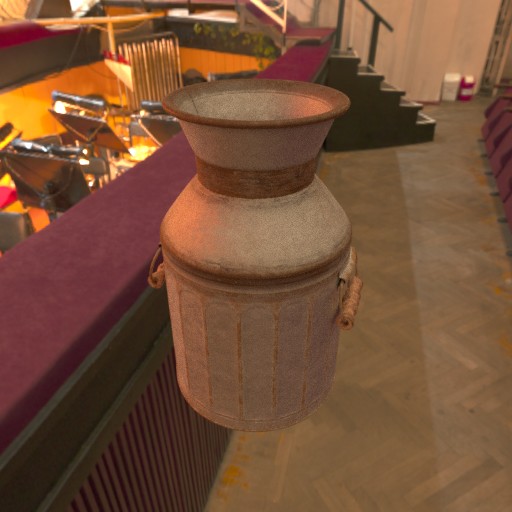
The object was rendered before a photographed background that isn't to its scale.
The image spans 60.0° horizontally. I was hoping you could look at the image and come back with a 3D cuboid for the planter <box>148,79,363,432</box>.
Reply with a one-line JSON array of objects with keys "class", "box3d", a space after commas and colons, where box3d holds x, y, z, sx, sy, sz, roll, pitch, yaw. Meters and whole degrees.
[{"class": "planter", "box3d": [0.000, 0.000, 0.515, 0.248, 0.358, 0.215, 10, 34, 16]}]
